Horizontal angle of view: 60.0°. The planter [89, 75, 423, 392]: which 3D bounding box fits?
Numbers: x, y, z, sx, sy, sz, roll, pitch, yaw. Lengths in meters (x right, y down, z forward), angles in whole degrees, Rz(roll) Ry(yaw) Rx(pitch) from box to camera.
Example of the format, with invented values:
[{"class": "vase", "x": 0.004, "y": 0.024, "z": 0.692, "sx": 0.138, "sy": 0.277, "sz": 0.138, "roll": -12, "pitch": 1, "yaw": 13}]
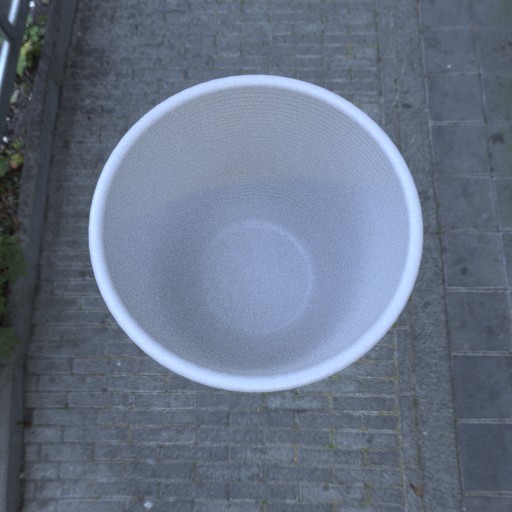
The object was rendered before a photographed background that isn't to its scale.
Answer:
[{"class": "planter", "x": 0.000, "y": 0.000, "z": 0.297, "sx": 0.170, "sy": 0.152, "sz": 0.170, "roll": 0, "pitch": 75, "yaw": 0}]
